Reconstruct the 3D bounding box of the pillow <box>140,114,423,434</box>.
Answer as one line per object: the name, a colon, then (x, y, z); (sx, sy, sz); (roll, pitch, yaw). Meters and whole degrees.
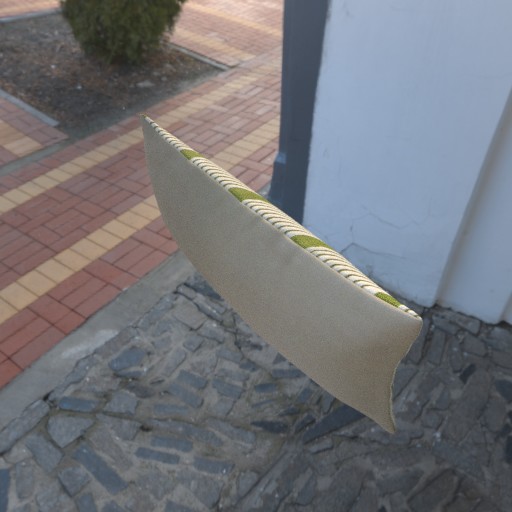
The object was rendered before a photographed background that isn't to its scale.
pillow: (0.000, 0.000, 0.717); (0.156, 0.292, 0.608); (-27, 48, -27)
